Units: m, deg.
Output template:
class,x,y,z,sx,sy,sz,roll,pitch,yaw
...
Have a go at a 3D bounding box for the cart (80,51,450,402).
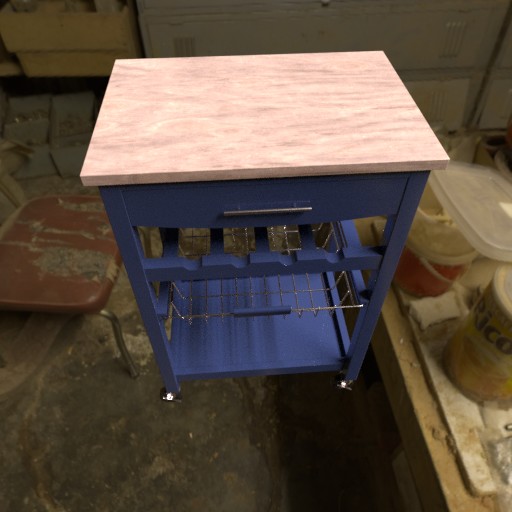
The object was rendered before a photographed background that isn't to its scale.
class,x,y,z,sx,sy,sz,roll,pitch,yaw
cart,0.000,0.000,1.126,0.584,0.839,0.403,-3,48,-3
